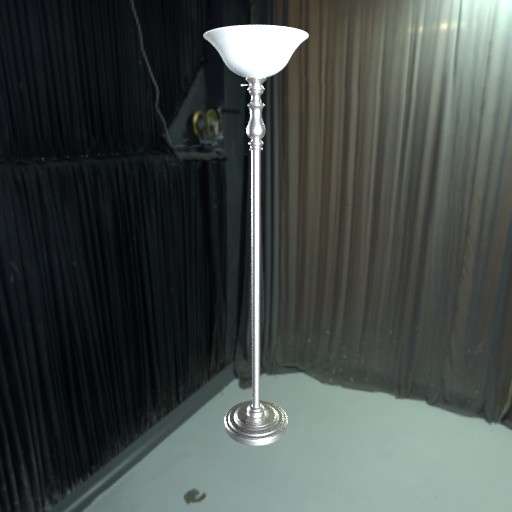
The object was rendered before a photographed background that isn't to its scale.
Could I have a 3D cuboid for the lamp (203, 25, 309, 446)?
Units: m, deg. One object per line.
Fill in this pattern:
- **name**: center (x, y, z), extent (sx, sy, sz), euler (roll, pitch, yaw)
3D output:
- **lamp**: center (0.000, 0.000, 1.964), extent (0.405, 1.771, 0.405), euler (7, 18, 24)
